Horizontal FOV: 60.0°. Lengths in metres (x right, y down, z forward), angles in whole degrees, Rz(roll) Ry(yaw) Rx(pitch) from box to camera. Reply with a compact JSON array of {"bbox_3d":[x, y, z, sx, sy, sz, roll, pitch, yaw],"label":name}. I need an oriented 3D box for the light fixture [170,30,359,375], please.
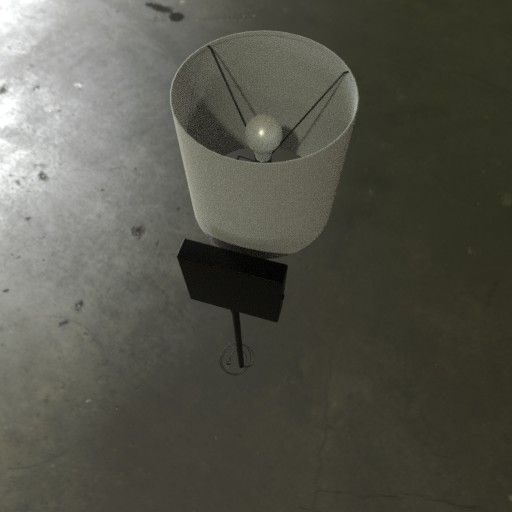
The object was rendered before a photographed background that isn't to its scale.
[{"bbox_3d":[0.000,0.000,0.688,0.188,0.589,0.248,14,63,8],"label":"light fixture"}]
